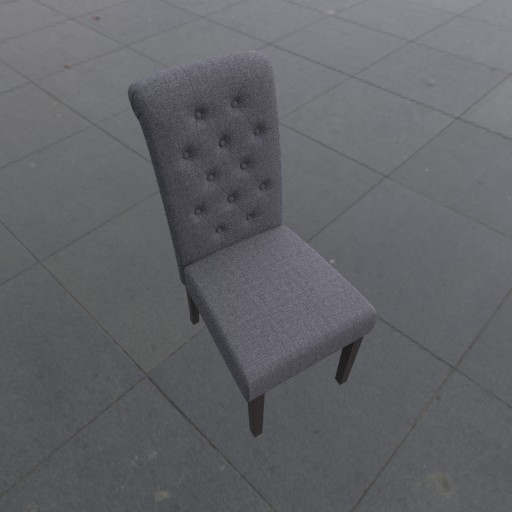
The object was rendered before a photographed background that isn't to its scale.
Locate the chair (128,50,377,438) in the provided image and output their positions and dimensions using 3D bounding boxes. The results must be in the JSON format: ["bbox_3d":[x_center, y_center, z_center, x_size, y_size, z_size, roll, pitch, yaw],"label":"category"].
[{"bbox_3d":[0.000,0.000,1.388,0.456,1.006,0.671,-24,52,-20],"label":"chair"}]
